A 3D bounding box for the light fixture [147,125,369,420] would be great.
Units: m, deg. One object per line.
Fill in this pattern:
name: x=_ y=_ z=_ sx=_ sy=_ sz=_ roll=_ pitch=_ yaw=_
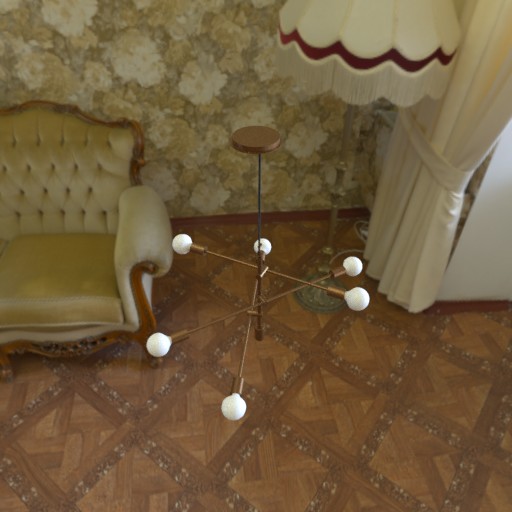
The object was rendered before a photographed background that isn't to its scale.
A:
light fixture: x=0.000 y=0.000 z=1.271 sx=0.637 sy=0.744 sz=0.682 roll=25 pitch=46 yaw=26
